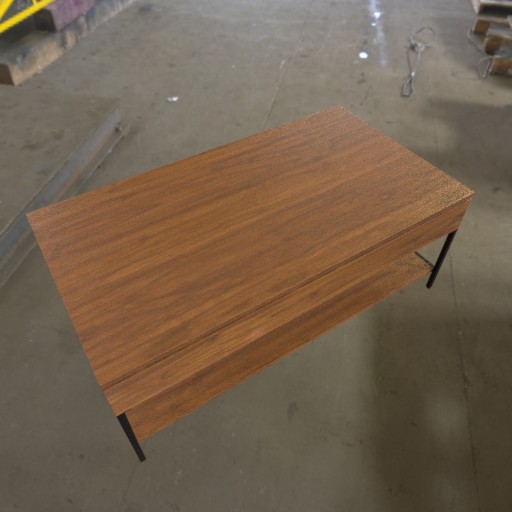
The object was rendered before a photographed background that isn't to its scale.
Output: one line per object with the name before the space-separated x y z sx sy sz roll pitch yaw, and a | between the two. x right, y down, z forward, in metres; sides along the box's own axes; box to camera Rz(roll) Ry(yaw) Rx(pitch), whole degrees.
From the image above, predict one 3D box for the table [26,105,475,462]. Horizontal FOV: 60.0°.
table | 0.000 0.000 1.333 1.057 0.414 0.574 -25 52 -22
